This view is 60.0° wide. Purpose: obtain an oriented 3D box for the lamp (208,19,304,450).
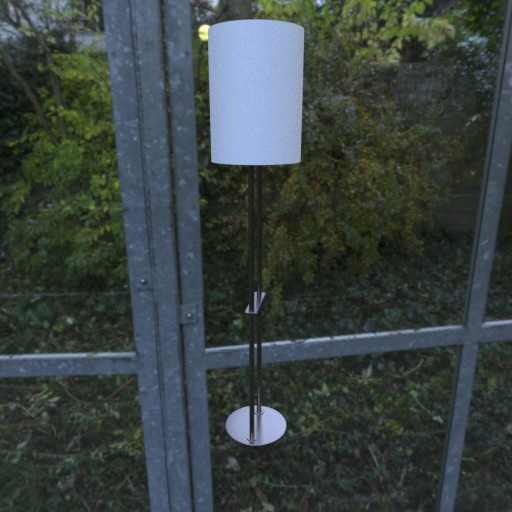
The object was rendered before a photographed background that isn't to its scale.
[{"bbox_3d":[0.000,0.000,1.625,0.305,1.500,0.306,3,17,10],"label":"lamp"}]
